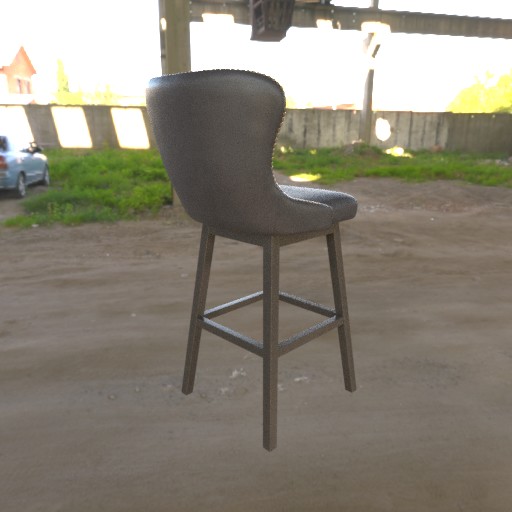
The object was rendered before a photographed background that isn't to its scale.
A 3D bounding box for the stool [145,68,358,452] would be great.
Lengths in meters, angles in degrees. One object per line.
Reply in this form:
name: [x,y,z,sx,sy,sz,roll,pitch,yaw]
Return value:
stool: [0.000,0.000,1.424,0.528,1.050,0.601,15,22,43]
